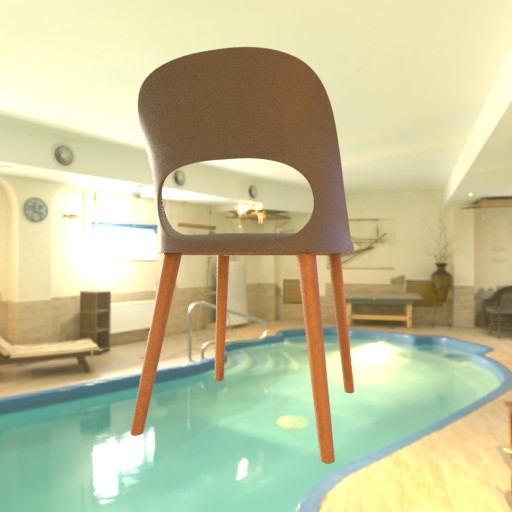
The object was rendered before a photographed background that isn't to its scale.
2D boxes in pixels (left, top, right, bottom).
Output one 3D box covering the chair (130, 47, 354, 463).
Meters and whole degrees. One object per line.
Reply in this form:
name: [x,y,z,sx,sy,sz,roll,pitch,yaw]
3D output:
chair: [0.000,0.000,1.118,0.470,0.795,0.556,0,0,18]
